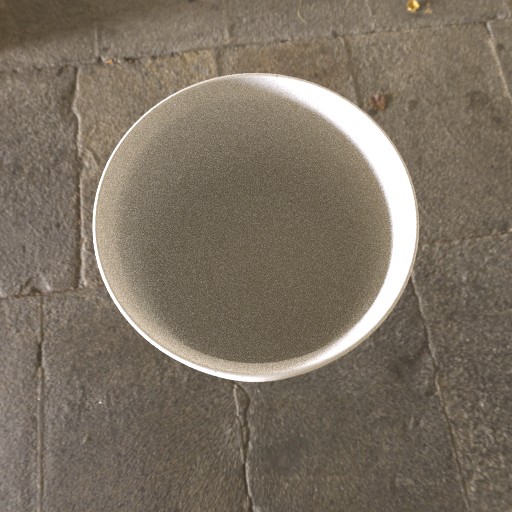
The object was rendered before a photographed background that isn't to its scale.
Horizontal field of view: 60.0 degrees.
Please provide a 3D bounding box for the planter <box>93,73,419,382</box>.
[{"bbox_3d":[0.000,0.000,0.491,0.268,0.270,0.268,0,74,0],"label":"planter"}]
